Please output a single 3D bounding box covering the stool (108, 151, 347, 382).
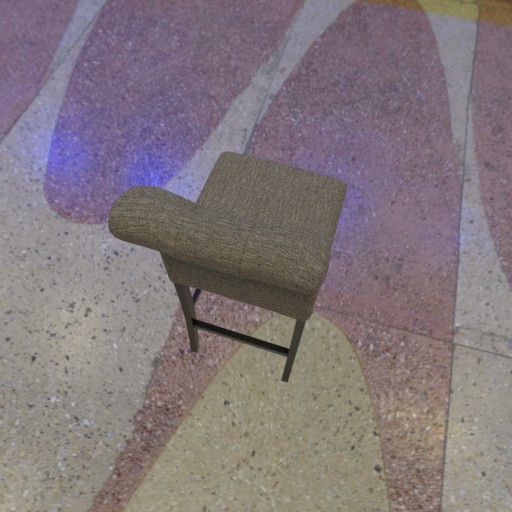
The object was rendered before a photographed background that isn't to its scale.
[{"bbox_3d":[0.000,0.000,1.445,0.452,1.131,0.613,16,64,8],"label":"stool"}]
